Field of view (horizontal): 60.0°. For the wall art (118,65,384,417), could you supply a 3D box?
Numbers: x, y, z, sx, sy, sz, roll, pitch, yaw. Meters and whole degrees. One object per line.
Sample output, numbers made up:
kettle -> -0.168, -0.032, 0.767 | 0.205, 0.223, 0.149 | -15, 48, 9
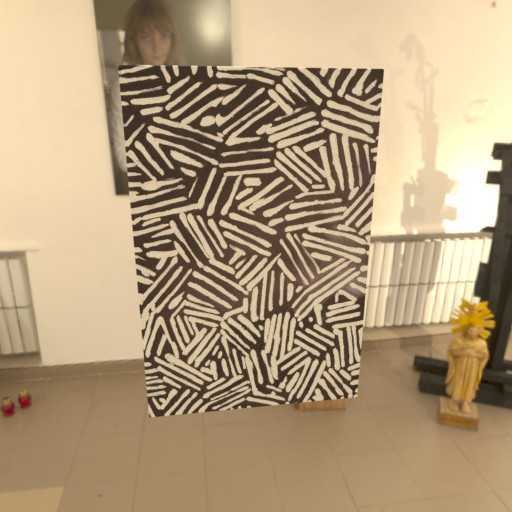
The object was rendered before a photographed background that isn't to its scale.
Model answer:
wall art -> 0.000, 0.000, 1.168 | 0.615, 0.918, 0.035 | -3, 18, -8
